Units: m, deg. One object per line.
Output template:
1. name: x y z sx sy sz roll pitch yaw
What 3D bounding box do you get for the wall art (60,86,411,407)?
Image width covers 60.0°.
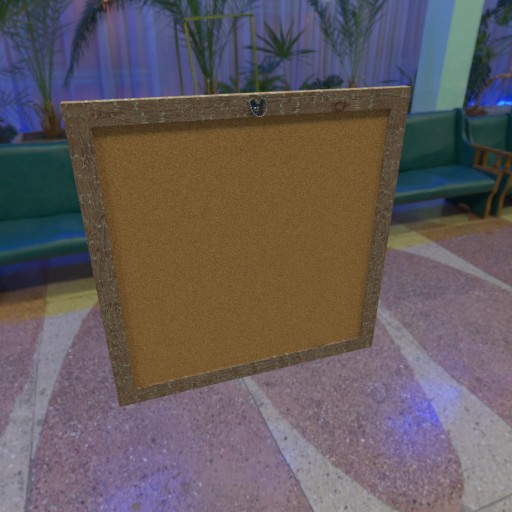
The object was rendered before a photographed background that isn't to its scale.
1. wall art: 0.000 0.000 0.550 0.380 0.380 0.022 -9 29 -17
